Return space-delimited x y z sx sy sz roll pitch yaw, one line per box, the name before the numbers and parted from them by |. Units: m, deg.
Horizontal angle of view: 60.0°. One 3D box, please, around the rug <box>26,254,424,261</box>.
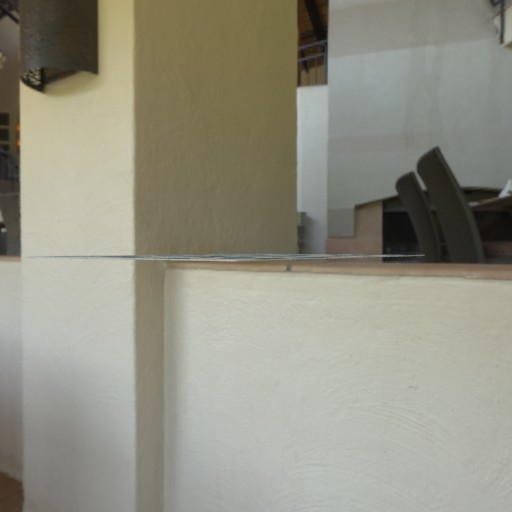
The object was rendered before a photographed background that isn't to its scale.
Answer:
rug | 0.000 0.000 2.354 1.229 0.005 1.827 1 1 37
